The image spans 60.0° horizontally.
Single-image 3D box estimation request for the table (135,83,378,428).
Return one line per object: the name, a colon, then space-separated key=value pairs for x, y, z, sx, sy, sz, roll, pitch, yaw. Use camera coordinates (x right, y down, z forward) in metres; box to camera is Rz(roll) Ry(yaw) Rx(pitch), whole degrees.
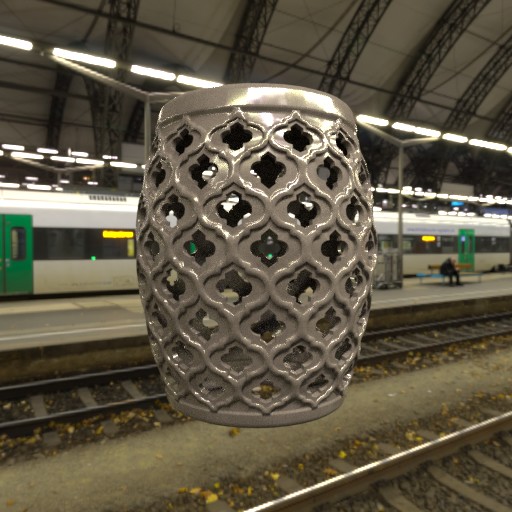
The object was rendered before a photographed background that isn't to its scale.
table: x=0.000 y=0.000 z=0.617 sx=0.325 sy=0.388 sz=0.325 roll=0 pitch=1 yaw=0
